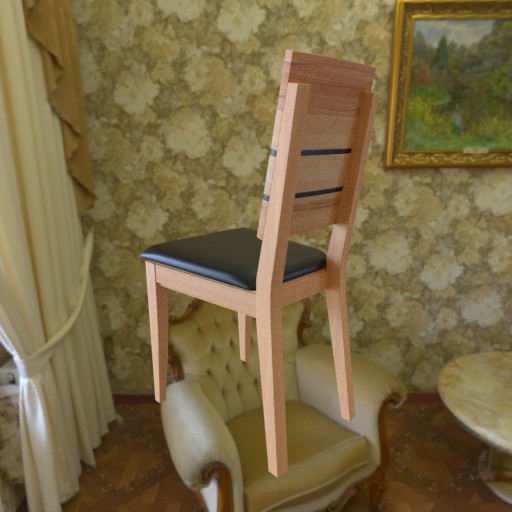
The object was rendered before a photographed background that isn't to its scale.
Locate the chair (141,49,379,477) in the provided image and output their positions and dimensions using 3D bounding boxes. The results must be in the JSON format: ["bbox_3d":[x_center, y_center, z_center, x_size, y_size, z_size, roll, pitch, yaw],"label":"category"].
[{"bbox_3d":[0.000,0.000,1.204,0.520,0.940,0.410,15,21,43],"label":"chair"}]
